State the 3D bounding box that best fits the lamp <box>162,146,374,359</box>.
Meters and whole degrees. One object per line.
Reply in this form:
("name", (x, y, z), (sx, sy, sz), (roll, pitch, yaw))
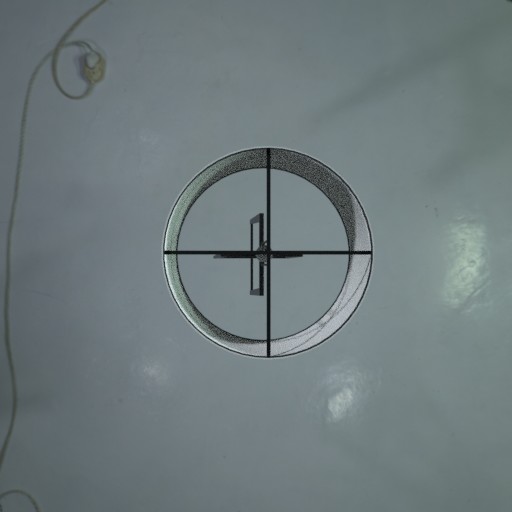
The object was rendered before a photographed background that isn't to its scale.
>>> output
("lamp", (0.000, 0.000, 1.704), (0.456, 1.510, 0.457), (0, 89, -2))
